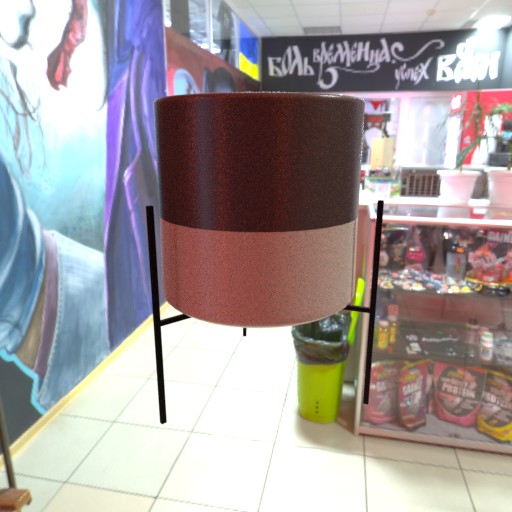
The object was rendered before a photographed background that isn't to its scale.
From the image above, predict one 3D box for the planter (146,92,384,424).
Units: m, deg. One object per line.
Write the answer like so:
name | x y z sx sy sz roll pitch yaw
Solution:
planter | 0.000 0.000 0.529 0.250 0.353 0.260 14 21 42
